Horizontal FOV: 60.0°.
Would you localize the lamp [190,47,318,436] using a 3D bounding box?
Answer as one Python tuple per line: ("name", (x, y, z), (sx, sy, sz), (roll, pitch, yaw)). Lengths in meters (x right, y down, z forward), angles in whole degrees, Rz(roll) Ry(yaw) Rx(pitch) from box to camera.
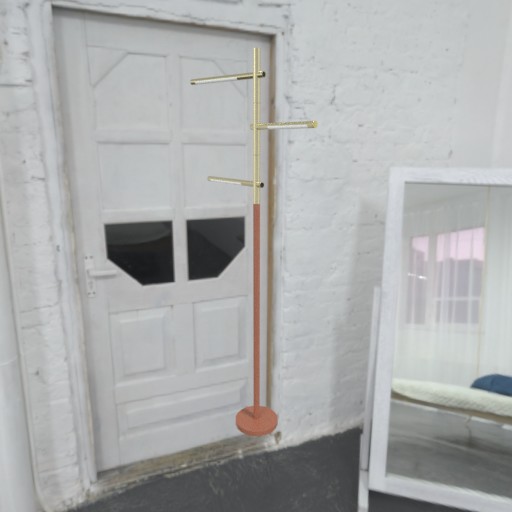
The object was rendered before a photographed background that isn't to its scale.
("lamp", (0.000, 0.000, 1.977), (0.737, 1.704, 0.209), (14, 20, 42))
